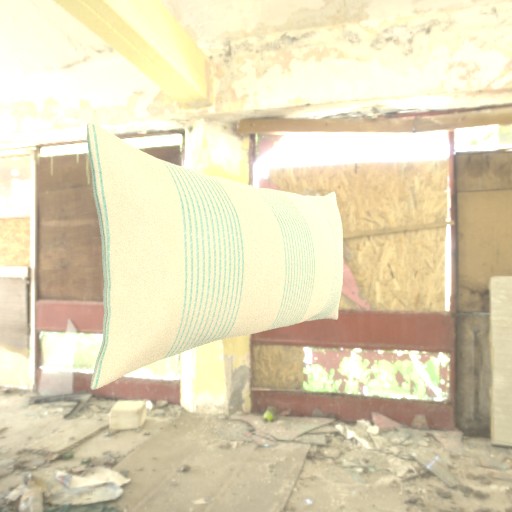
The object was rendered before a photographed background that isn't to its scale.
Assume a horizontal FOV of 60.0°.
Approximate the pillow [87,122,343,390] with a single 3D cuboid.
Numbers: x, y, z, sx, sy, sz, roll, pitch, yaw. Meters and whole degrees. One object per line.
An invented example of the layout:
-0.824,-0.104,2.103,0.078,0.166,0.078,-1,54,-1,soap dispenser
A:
0.000,0.000,0.721,0.151,0.287,0.610,0,0,35,pillow
